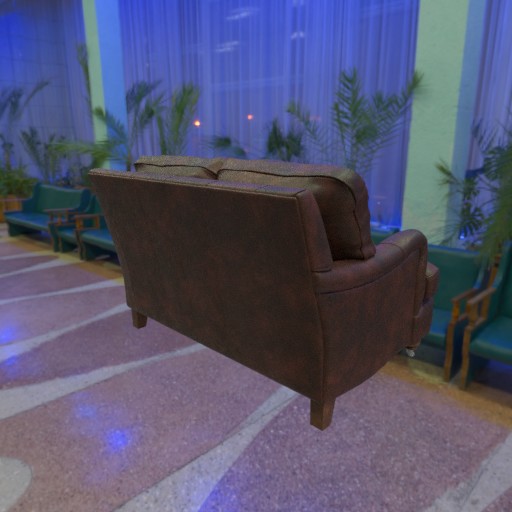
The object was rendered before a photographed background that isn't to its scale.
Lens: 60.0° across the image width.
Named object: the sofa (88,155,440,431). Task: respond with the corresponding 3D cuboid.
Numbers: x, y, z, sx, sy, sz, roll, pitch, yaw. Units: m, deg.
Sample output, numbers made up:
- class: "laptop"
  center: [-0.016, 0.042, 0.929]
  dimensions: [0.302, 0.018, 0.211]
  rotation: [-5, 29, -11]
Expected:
- class: "sofa"
  center: [0.000, 0.000, 2.433]
  dimensions: [1.628, 1.070, 1.148]
  rotation: [14, 21, 43]
